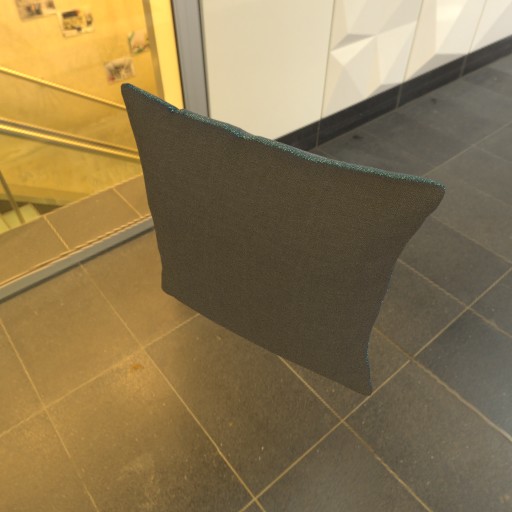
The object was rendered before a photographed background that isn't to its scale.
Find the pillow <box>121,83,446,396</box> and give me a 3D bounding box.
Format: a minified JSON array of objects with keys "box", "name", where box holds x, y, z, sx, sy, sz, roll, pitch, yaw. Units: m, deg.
[{"box":[0.000,0.000,0.651,0.436,0.430,0.138,23,50,21],"name":"pillow"}]
